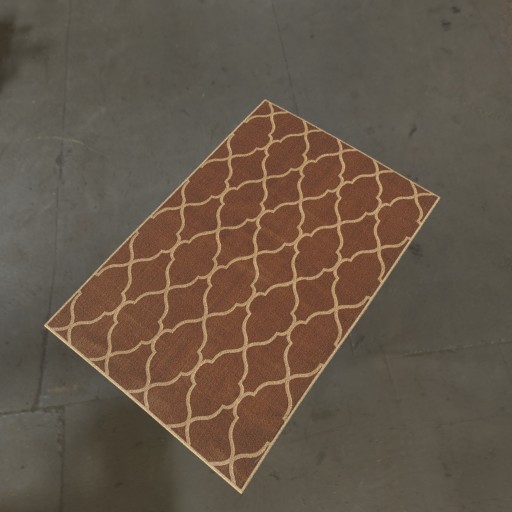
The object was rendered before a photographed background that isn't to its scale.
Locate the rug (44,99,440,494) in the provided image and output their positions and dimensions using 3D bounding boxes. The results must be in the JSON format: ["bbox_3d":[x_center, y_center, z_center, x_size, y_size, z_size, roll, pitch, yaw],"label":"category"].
[{"bbox_3d":[0.000,0.000,2.895,1.526,0.014,2.290,34,69,15],"label":"rug"}]
